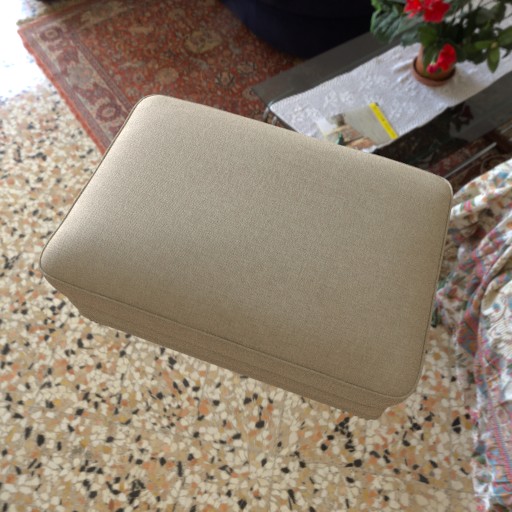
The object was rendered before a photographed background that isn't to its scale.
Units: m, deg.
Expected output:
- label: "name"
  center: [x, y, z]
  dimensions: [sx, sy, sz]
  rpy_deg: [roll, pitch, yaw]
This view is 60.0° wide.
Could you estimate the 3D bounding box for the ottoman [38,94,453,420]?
- label: "ottoman"
  center: [0.000, 0.000, 1.120]
  dimensions: [0.813, 0.458, 0.559]
  rpy_deg: [17, 65, 9]
